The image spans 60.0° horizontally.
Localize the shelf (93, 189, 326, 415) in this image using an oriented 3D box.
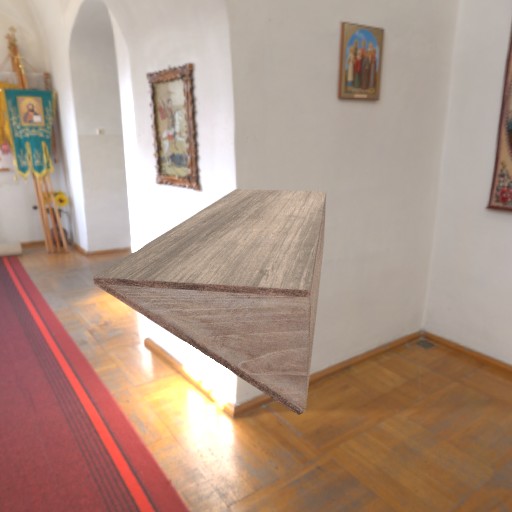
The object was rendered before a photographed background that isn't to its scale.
[{"bbox_3d":[0.000,0.000,0.699,0.200,0.125,0.610,3,16,10],"label":"shelf"}]
